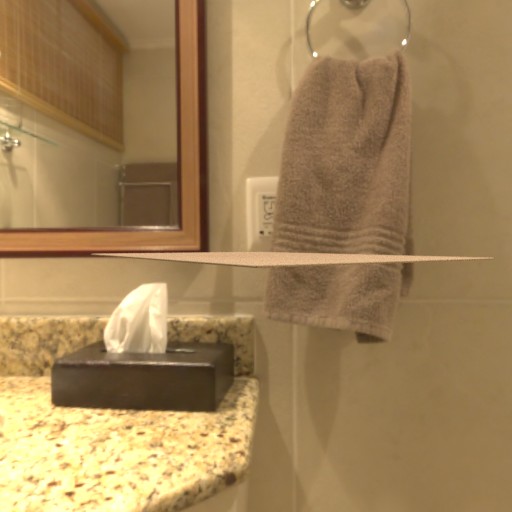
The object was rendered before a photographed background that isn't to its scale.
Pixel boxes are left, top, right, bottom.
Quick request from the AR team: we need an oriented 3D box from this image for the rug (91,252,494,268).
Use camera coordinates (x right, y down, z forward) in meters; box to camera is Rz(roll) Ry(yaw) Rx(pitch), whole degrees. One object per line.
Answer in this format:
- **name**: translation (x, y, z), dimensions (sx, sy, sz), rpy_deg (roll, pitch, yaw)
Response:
- **rug**: translation (0.000, 0.000, 2.317), dimensions (1.236, 0.009, 1.839), rpy_deg (-1, 2, -34)
